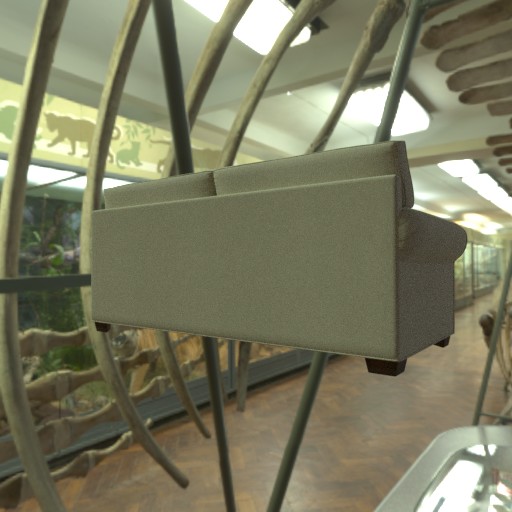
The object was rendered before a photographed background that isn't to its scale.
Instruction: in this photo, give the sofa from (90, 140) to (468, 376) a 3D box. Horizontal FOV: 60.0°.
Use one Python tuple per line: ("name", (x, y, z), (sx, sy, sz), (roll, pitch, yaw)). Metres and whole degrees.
("sofa", (0.000, 0.000, 2.625), (2.146, 0.962, 0.901), (-1, -1, 36))
